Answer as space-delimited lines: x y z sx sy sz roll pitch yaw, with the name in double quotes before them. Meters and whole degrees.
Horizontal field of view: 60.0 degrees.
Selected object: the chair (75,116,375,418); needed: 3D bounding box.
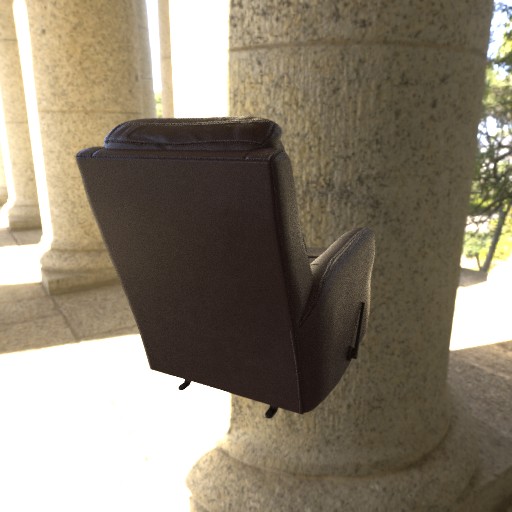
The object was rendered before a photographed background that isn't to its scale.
"chair" 0.000 0.000 1.770 0.829 1.030 1.080 8 17 27
